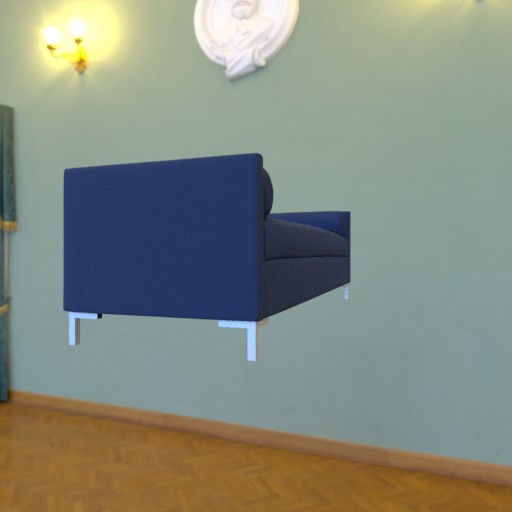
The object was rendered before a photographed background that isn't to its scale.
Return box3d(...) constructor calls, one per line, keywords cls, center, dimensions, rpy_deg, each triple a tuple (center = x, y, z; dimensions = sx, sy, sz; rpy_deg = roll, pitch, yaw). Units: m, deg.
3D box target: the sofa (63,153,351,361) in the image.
box3d(cls="sofa", center=(0.000, 0.000, 2.479), dimensions=(0.797, 0.657, 2.102), rpy_deg=(0, 0, 20))
